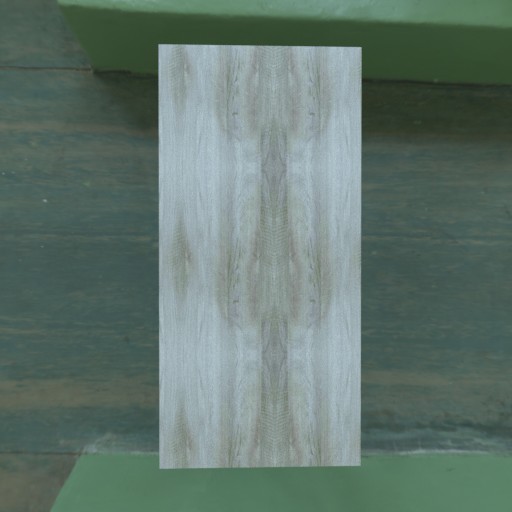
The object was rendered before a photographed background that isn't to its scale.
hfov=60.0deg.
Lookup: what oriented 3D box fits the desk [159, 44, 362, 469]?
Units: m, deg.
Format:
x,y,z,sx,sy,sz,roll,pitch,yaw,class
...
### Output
x,y,z,sx,sy,sz,roll,pitch,yaw,class
0.000,0.000,1.390,0.491,0.723,0.979,0,91,-2,desk
